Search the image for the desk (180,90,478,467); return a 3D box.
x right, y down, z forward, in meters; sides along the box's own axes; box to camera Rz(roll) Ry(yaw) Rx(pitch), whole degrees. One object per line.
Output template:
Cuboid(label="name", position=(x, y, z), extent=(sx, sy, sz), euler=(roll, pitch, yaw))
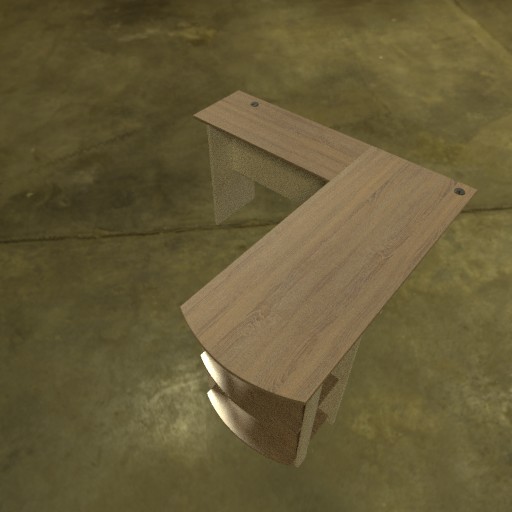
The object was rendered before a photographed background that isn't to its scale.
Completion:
Cuboid(label="desk", position=(0.000, 0.000, 2.101), extent=(1.361, 0.716, 1.303), euler=(32, 55, 26))
